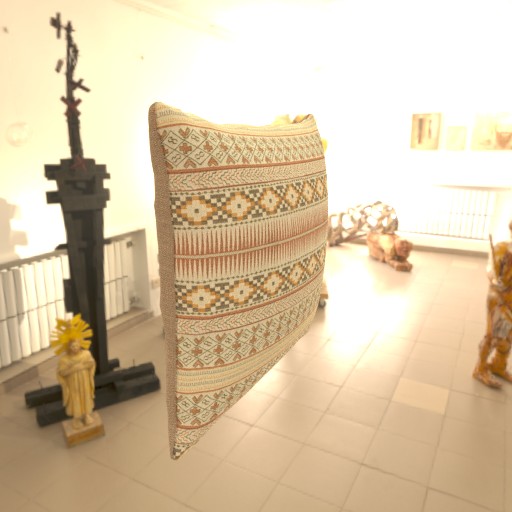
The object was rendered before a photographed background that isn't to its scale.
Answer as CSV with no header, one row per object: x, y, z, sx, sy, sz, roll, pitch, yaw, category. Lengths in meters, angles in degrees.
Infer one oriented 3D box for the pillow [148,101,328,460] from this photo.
0.000,0.000,0.815,0.215,0.519,0.521,8,17,27,pillow
